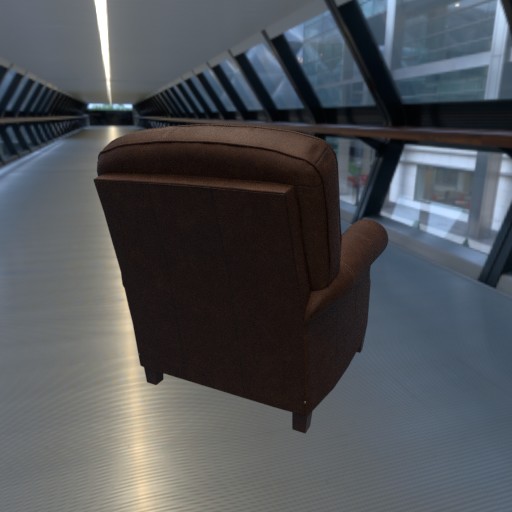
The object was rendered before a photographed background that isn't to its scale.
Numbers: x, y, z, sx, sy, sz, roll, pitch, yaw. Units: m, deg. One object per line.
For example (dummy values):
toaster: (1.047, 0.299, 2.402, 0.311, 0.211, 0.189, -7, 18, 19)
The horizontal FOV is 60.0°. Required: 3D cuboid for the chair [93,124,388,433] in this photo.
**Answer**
chair: (0.000, 0.000, 1.791, 0.936, 1.018, 0.986, 8, 18, 26)
